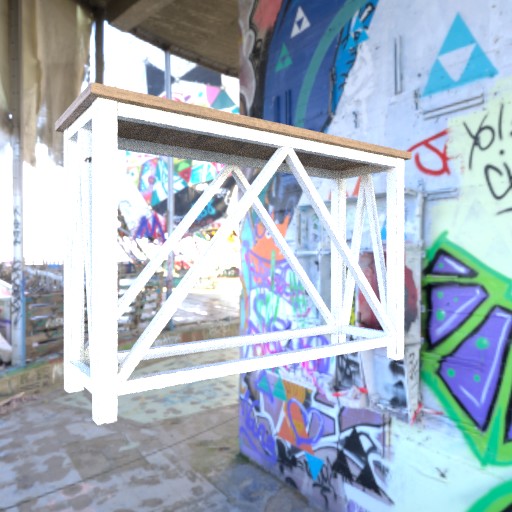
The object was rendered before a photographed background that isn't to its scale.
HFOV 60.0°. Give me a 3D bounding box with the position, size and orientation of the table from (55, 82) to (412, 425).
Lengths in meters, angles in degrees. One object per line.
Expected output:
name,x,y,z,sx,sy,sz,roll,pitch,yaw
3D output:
table,0.000,0.000,1.770,1.400,0.930,0.450,0,0,-36
